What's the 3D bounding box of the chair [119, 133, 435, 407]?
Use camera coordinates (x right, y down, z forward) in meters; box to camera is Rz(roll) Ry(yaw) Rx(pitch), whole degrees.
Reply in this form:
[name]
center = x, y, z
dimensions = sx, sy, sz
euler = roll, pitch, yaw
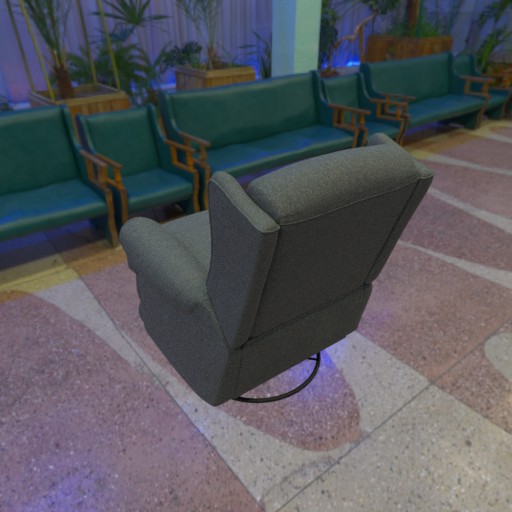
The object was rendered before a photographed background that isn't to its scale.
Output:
[chair]
center = 0.000, 0.000, 1.732
dimensions = 0.847, 1.011, 0.969
euler = -20, 37, -30
